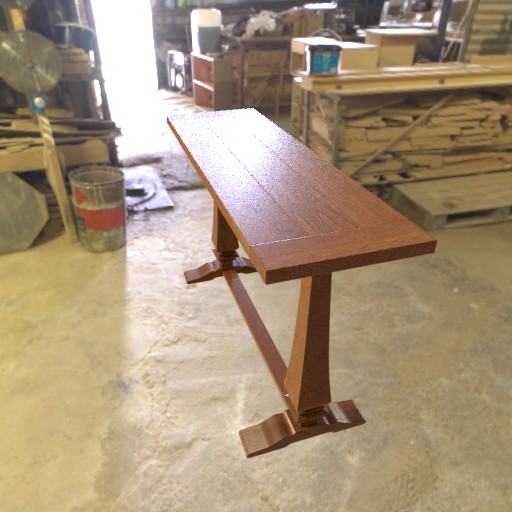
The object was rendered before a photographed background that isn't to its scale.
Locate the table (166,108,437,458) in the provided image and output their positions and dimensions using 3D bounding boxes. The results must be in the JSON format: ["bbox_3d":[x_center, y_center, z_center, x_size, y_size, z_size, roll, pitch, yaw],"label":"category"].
[{"bbox_3d":[0.000,0.000,1.850,0.461,0.852,1.478,-10,32,-16],"label":"table"}]
